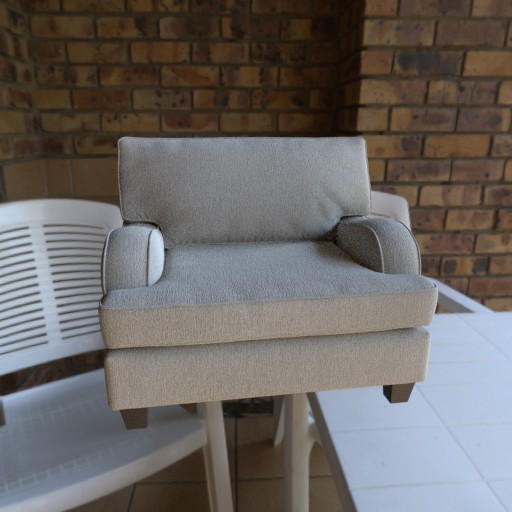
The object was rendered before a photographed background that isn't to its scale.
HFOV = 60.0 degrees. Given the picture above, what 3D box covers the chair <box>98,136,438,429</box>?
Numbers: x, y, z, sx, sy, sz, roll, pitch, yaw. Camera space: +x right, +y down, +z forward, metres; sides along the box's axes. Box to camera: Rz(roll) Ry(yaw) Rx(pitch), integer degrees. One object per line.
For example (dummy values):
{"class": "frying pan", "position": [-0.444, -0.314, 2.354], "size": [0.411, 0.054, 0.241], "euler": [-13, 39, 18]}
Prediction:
{"class": "chair", "position": [0.000, 0.000, 1.968], "size": [1.220, 1.016, 1.041], "euler": [-2, 16, -9]}
